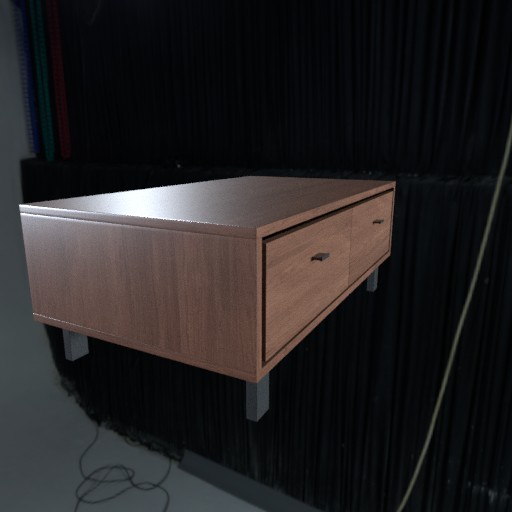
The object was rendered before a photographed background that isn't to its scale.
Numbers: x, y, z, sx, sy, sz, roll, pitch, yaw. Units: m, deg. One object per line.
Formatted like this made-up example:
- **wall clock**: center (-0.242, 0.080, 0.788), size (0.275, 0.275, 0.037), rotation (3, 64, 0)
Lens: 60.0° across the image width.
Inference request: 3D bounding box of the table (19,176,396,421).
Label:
- **table**: center (0.000, 0.000, 1.290), size (0.600, 0.380, 1.020), rotation (8, 16, 28)
